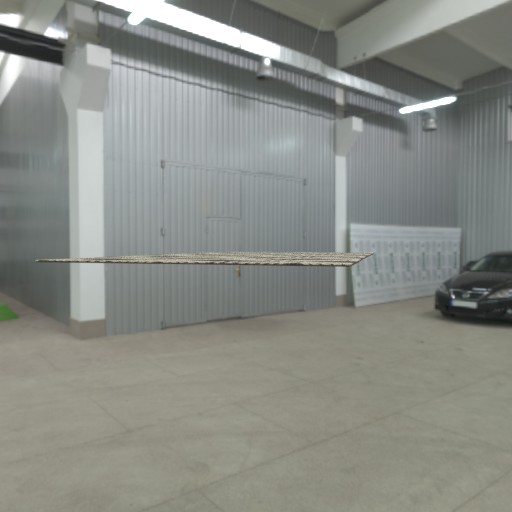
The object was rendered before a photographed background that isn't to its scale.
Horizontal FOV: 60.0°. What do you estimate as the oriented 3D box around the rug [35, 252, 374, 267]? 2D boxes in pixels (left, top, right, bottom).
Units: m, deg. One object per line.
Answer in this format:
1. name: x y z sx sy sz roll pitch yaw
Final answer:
1. rug: 0.000 0.000 3.107 1.517 0.011 2.435 0 2 17
